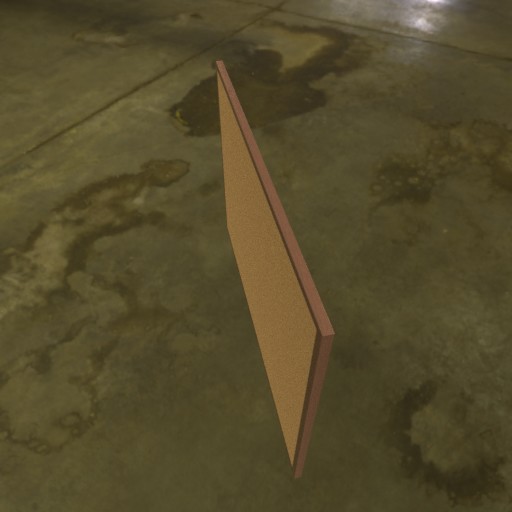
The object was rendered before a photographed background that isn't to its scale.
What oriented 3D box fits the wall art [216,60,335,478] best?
[{"bbox_3d":[0.000,0.000,0.834,0.014,0.455,0.660,-10,48,-9],"label":"wall art"}]
